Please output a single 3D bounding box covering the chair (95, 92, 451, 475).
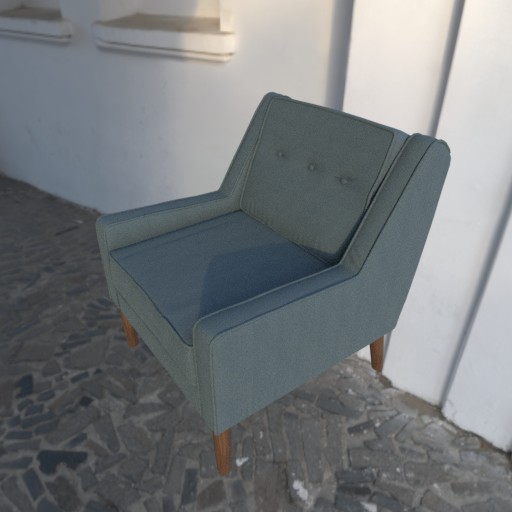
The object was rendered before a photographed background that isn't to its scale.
[{"bbox_3d":[0.000,0.000,1.306,0.733,0.780,0.663,-22,38,-30],"label":"chair"}]
